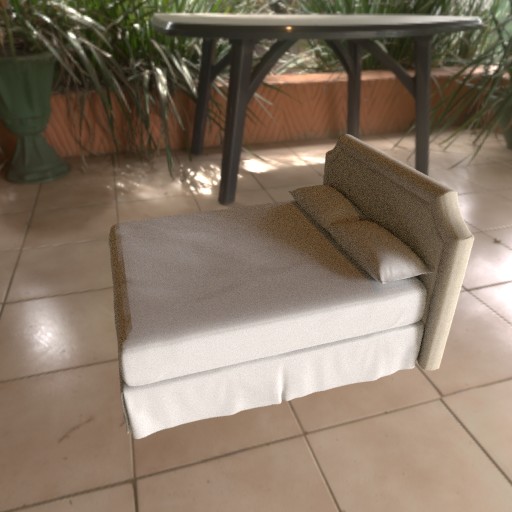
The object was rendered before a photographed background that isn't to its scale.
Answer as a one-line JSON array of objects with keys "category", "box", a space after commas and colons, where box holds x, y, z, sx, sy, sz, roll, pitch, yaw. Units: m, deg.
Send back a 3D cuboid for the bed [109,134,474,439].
[{"category": "bed", "box": [0.000, 0.000, 3.288, 2.164, 1.297, 1.828, -9, 32, -15]}]
